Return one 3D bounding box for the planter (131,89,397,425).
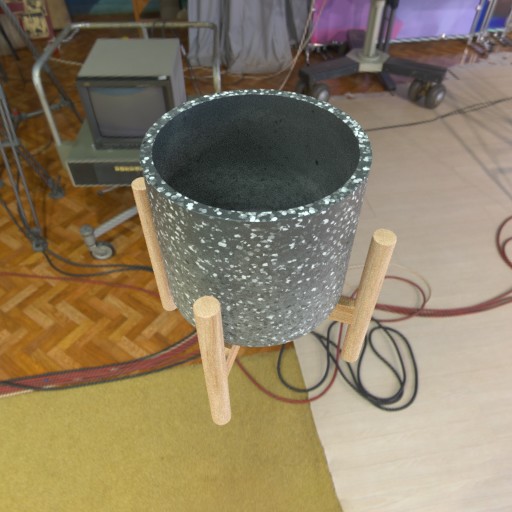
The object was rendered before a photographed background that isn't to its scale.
[{"bbox_3d":[0.000,0.000,0.546,0.284,0.320,0.284,32,55,26],"label":"planter"}]
